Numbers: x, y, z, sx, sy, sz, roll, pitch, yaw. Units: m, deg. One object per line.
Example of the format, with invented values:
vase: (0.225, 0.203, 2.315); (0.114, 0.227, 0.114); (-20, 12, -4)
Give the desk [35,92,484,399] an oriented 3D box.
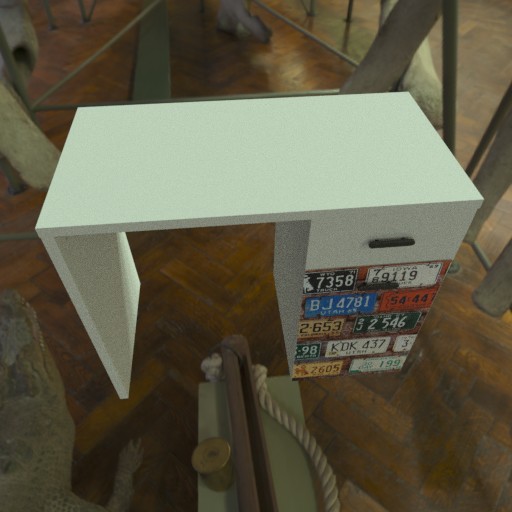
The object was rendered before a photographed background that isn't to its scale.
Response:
desk: (0.000, 0.000, 1.302); (0.898, 0.730, 0.482); (-4, 47, -4)
